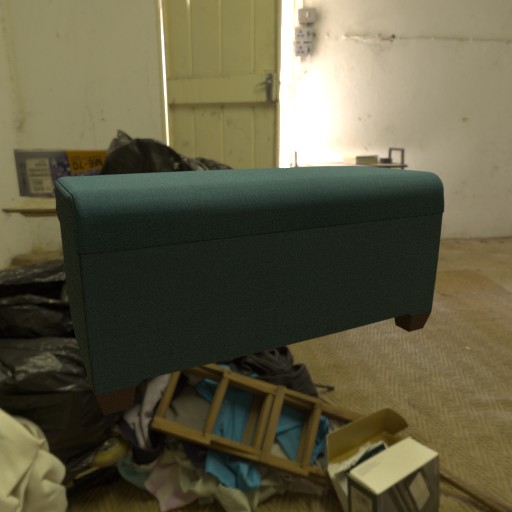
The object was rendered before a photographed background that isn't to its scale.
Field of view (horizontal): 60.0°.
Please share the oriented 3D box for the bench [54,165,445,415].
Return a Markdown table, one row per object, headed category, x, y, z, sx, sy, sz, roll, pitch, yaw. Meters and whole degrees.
| category | x | y | z | sx | sy | sz | roll | pitch | yaw |
| --- | --- | --- | --- | --- | --- | --- | --- | --- | --- |
| bench | 0.000 | 0.000 | 1.254 | 0.995 | 0.474 | 0.476 | -8 | 17 | -26 |
